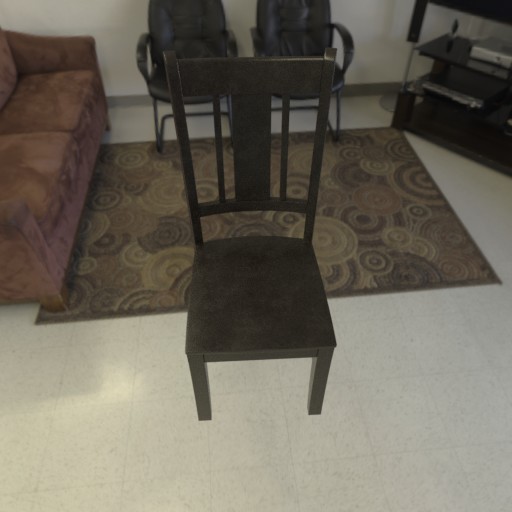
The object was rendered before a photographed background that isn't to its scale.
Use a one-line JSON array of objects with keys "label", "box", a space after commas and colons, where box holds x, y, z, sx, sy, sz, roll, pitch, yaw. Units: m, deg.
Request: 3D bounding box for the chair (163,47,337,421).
[{"label": "chair", "box": [0.000, 0.000, 1.316, 0.450, 0.998, 0.555, -2, 45, -2]}]
